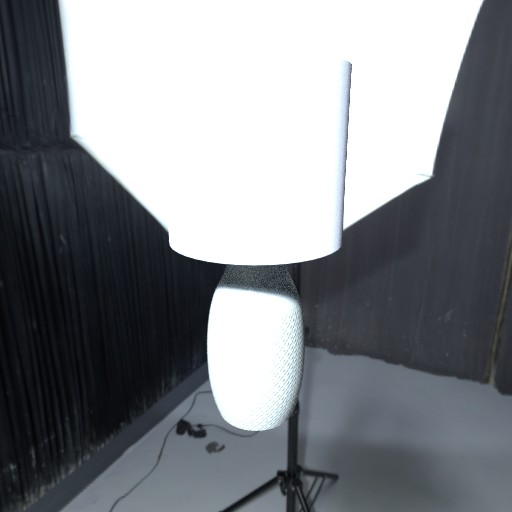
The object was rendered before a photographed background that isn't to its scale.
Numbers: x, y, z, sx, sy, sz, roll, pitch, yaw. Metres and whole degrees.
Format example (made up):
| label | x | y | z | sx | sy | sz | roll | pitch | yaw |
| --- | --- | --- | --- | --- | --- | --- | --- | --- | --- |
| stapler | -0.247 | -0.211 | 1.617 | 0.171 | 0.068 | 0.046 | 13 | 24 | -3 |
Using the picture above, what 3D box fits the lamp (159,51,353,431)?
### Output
| label | x | y | z | sx | sy | sz | roll | pitch | yaw |
| --- | --- | --- | --- | --- | --- | --- | --- | --- | --- |
| lamp | 0.000 | 0.000 | 0.572 | 0.217 | 0.453 | 0.217 | 9 | 19 | 27 |
